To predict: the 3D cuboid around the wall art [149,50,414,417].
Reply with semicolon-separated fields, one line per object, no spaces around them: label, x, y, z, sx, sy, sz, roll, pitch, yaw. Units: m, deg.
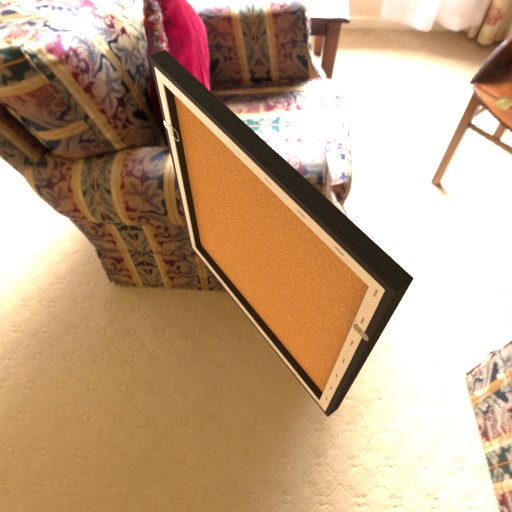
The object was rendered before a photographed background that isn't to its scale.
wall art;0.000;0.000;1.157;0.044;0.758;0.758;-32;62;-19
